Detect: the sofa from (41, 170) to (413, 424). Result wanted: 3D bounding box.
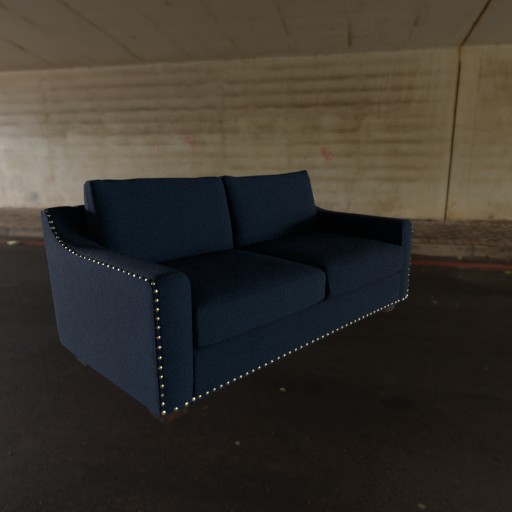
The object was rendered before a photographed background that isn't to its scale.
[{"bbox_3d":[0.000,0.000,2.741,1.104,0.983,2.107,13,18,43],"label":"sofa"}]
